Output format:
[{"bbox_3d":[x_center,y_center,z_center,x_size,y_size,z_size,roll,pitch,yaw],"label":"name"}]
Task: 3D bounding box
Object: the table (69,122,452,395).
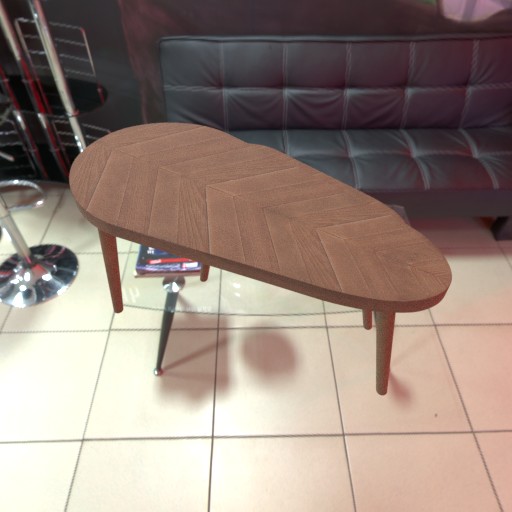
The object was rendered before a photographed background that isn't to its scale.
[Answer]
[{"bbox_3d":[0.000,0.000,1.537,1.190,0.595,0.701,24,51,21],"label":"table"}]
